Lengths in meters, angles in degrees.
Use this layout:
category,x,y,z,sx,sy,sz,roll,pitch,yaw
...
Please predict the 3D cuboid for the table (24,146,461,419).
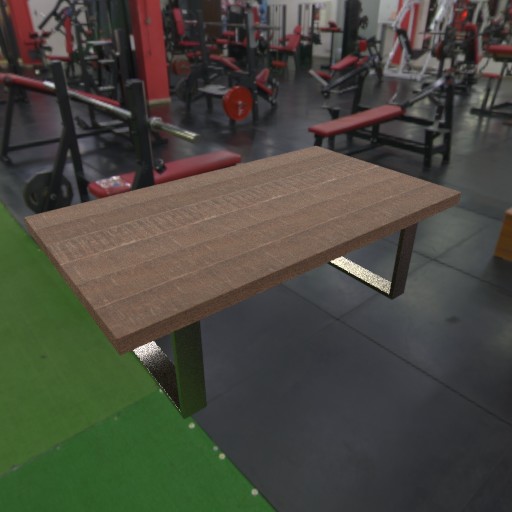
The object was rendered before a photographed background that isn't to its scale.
category,x,y,z,sx,sy,sz,roll,pitch,yaw
table,0.000,0.000,1.731,1.400,0.440,0.800,-21,36,-32
